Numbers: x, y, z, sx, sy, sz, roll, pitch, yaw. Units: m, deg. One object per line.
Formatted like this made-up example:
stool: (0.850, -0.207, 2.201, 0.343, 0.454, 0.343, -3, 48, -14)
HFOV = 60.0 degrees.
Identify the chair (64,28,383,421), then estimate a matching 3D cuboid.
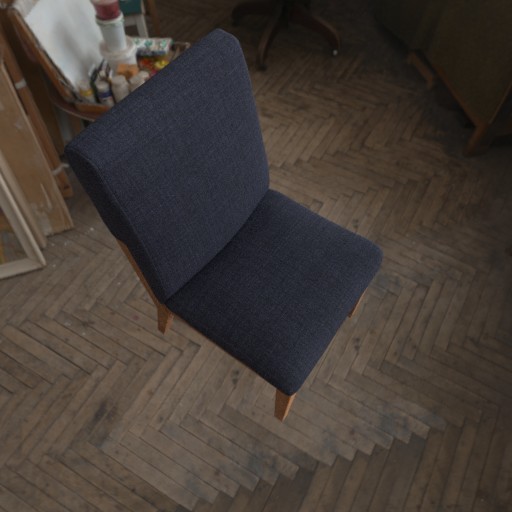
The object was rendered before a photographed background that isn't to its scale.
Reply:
chair: (0.000, 0.000, 1.230, 0.586, 0.911, 0.507, 32, 64, 18)
